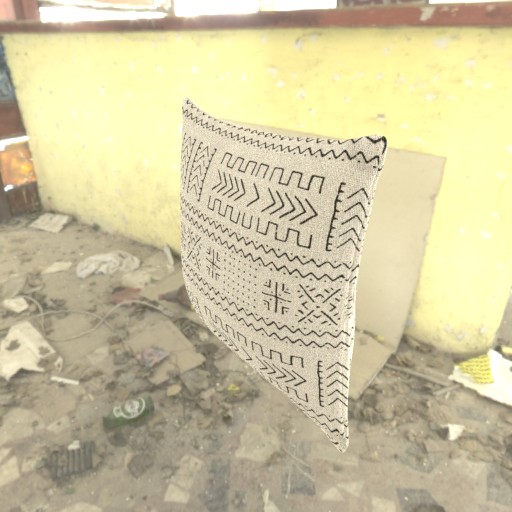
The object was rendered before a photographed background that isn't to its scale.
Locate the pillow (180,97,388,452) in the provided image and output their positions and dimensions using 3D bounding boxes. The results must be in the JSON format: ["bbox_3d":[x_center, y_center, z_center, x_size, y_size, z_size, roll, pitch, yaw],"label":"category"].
[{"bbox_3d":[0.000,0.000,0.678,0.164,0.430,0.438,-17,31,-31],"label":"pillow"}]
